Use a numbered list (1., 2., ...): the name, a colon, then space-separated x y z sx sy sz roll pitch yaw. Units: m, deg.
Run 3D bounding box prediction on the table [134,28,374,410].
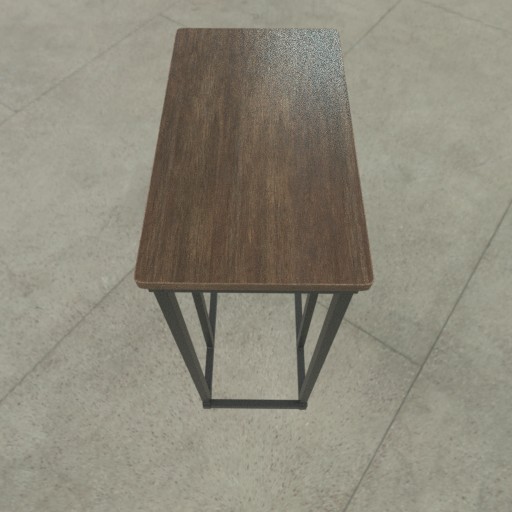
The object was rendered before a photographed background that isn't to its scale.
1. table: 0.000 0.000 0.852 0.254 0.637 0.450 1 59 0
